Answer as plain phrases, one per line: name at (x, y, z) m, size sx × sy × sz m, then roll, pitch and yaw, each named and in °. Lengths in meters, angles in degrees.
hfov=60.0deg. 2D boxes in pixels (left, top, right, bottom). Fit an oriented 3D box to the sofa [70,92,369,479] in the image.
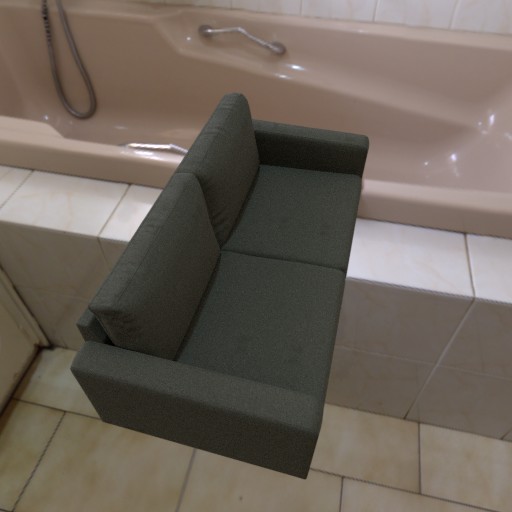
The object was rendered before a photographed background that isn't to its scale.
sofa at (0.000, 0.000, 2.163) m, size 0.889 × 0.897 × 1.730 m, roll 11°, pitch 48°, yaw 10°
